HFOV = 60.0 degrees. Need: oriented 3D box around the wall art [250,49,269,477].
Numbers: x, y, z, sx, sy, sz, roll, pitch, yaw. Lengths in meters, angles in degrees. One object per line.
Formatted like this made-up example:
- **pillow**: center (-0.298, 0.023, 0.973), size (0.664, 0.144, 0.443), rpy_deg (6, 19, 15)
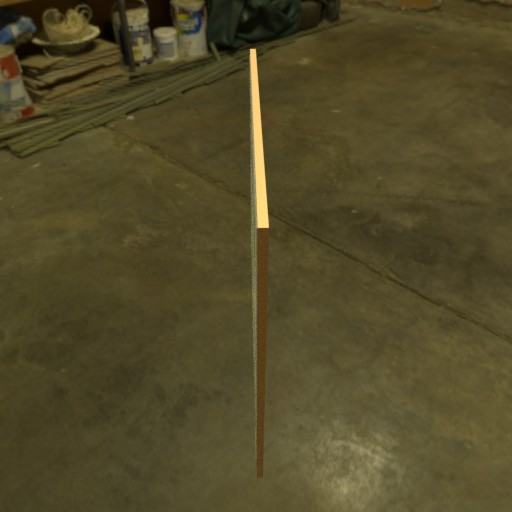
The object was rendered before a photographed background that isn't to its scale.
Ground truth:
- **wall art**: center (0.000, 0.000, 0.958), size (0.014, 0.655, 0.657), rpy_deg (-1, 41, -1)
